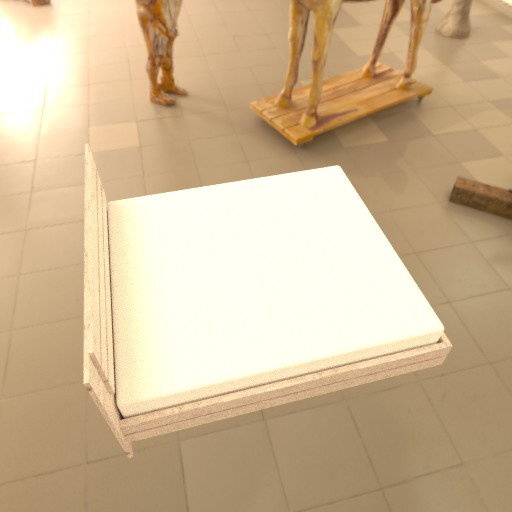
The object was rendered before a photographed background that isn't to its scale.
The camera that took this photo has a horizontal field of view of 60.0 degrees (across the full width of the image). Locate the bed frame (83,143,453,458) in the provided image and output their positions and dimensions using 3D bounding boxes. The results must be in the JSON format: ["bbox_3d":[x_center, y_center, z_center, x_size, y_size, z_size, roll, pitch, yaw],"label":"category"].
[{"bbox_3d":[0.000,0.000,3.122,2.080,0.970,1.950,-11,48,-10],"label":"bed frame"}]
